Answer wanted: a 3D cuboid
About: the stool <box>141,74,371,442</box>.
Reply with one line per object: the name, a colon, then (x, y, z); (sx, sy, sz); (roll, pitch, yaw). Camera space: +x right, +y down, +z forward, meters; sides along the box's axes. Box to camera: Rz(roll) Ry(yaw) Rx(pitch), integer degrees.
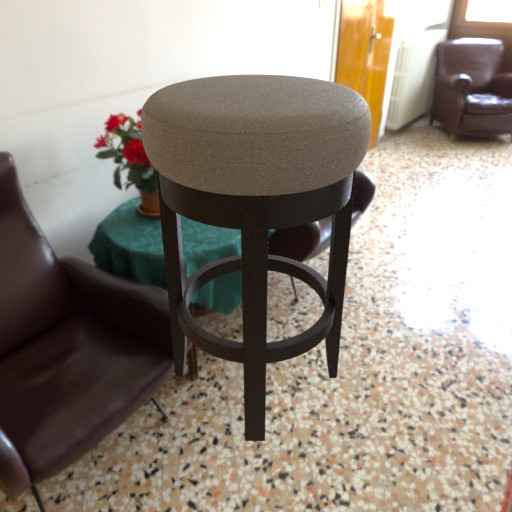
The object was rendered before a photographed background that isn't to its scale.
stool: (0.000, 0.000, 1.033); (0.443, 0.757, 0.443); (0, 32, 0)
